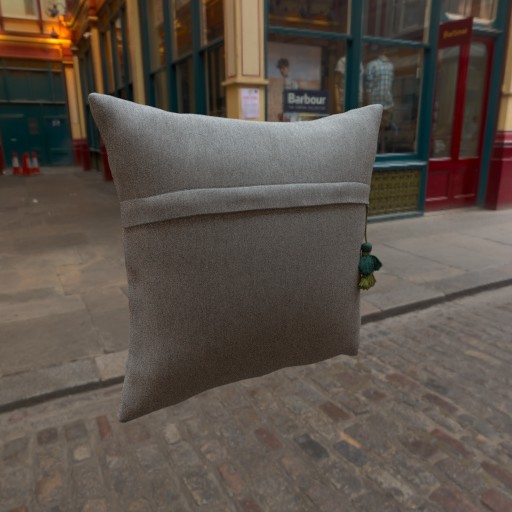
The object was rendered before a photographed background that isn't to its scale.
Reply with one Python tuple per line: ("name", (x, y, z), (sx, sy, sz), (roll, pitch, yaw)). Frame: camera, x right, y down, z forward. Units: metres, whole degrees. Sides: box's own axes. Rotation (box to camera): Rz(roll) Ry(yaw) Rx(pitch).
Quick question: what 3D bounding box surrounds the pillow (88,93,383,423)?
("pillow", (0.000, 0.000, 0.655), (0.433, 0.436, 0.173), (-8, 18, -27))
